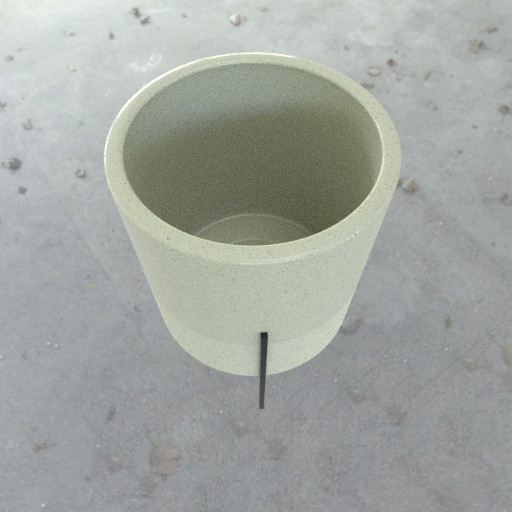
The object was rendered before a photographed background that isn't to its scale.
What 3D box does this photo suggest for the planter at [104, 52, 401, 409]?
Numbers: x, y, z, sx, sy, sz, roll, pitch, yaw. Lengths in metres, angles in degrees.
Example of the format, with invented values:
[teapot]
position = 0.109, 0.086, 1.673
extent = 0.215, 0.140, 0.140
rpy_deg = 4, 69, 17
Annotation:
[planter]
position = 0.000, 0.000, 0.673
extent = 0.323, 0.475, 0.314
rpy_deg = -31, 62, -18
